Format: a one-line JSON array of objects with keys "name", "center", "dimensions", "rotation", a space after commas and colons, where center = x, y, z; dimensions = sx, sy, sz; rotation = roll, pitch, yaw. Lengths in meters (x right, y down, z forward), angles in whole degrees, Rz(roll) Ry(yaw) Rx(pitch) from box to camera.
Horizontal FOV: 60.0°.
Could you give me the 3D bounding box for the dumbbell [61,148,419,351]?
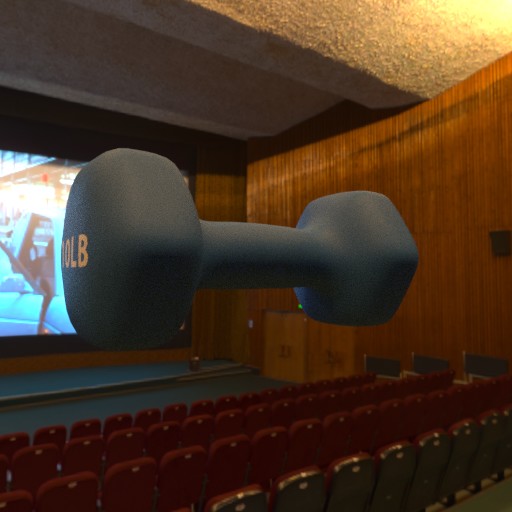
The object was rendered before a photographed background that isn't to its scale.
[{"name": "dumbbell", "center": [0.000, 0.000, 0.267], "dimensions": [0.212, 0.093, 0.103], "rotation": [2, -3, -36]}]
